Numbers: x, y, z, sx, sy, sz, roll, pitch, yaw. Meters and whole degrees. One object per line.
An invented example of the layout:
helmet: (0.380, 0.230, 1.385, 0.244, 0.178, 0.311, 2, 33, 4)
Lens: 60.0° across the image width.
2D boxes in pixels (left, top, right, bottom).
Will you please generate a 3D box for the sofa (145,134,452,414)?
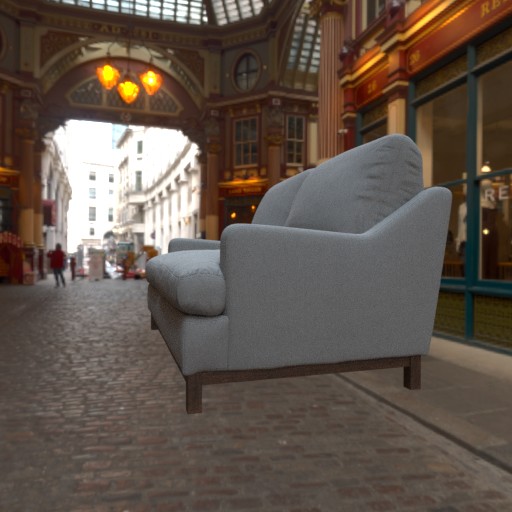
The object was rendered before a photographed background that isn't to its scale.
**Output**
sofa: (0.000, 0.000, 2.162, 0.987, 0.921, 1.589, 0, 1, -17)
